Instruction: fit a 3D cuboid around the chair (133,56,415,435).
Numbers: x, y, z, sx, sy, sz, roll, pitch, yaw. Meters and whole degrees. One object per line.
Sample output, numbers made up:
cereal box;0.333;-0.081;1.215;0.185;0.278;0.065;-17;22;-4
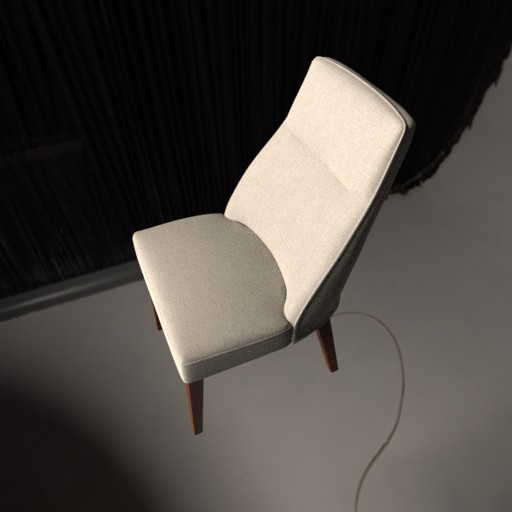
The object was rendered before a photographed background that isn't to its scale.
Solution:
chair;0.000;0.000;1.273;0.620;0.930;0.500;-18;49;-16
